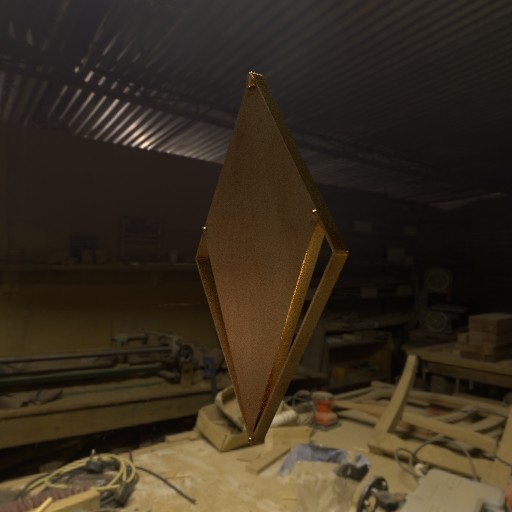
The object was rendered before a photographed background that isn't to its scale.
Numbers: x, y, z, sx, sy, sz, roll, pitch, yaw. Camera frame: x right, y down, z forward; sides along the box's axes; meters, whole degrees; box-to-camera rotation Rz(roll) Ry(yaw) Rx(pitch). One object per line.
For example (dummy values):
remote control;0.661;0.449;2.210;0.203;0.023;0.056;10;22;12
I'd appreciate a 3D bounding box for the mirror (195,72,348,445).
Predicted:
mirror;0.000;0.000;0.814;0.032;0.679;0.419;1;-2;-36
